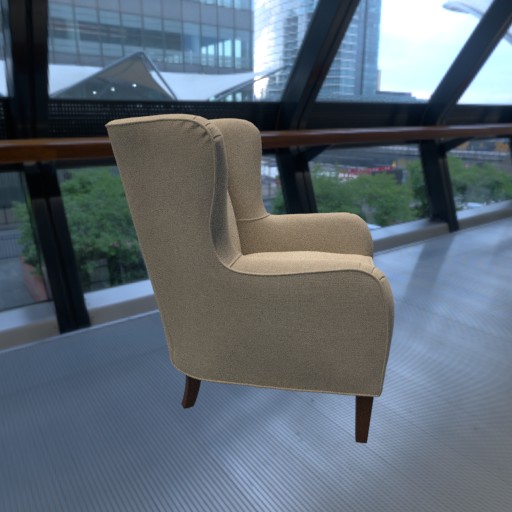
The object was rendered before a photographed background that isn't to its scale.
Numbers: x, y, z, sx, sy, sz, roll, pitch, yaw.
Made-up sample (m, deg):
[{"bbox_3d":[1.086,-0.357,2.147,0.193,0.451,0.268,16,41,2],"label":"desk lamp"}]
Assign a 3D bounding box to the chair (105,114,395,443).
[{"bbox_3d":[0.000,0.000,1.733,0.966,1.040,0.838,3,16,9],"label":"chair"}]
